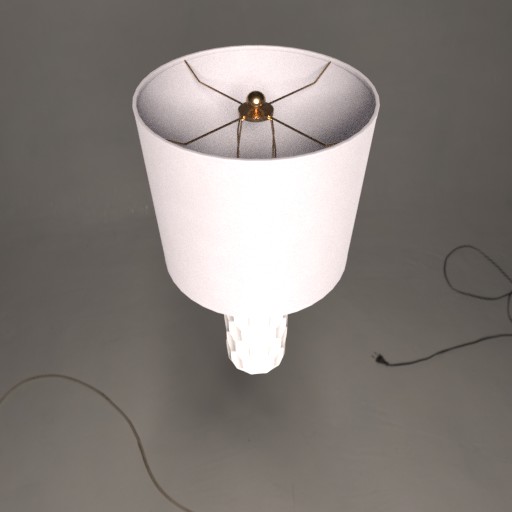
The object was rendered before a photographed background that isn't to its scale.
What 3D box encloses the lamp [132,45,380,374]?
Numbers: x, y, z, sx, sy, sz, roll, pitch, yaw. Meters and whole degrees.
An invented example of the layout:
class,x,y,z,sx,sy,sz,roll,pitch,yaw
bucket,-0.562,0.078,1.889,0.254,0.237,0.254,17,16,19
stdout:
class,x,y,z,sx,sy,sz,roll,pitch,yaw
lamp,0.000,0.000,0.697,0.277,0.537,0.277,-4,46,-4
